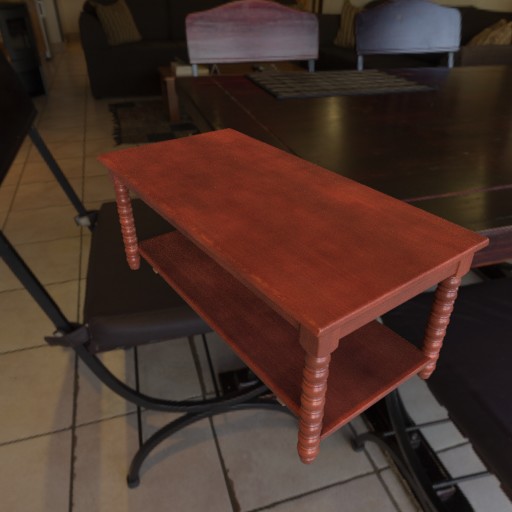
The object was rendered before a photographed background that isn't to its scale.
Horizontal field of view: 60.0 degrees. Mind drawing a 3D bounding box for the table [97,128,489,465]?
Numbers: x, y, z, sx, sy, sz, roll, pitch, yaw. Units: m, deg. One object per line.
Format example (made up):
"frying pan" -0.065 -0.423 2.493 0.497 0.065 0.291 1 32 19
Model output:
"table" 0.000 0.000 1.470 0.580 0.485 1.171 -21 38 -30
